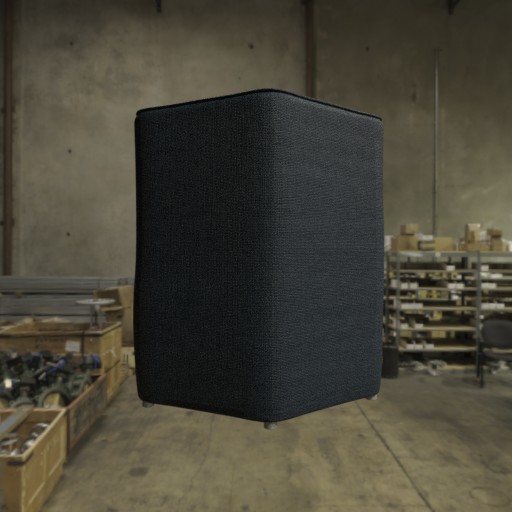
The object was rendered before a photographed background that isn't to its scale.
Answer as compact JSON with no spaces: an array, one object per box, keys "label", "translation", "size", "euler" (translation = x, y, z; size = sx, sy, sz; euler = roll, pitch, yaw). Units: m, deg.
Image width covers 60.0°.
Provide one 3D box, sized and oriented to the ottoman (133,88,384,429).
[{"label":"ottoman","translation":[0.000,0.000,0.879],"size":[0.454,0.505,0.492],"euler":[0,0,-2]}]
